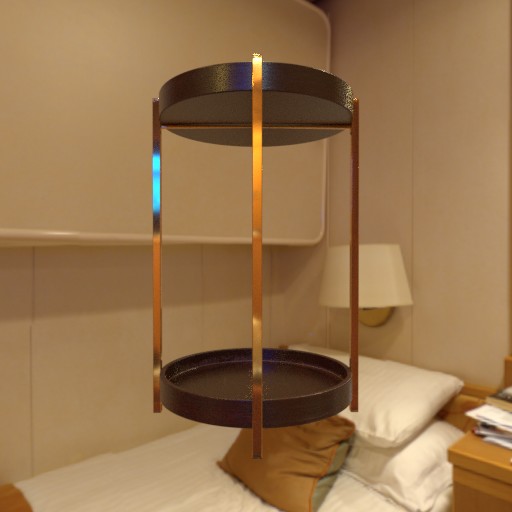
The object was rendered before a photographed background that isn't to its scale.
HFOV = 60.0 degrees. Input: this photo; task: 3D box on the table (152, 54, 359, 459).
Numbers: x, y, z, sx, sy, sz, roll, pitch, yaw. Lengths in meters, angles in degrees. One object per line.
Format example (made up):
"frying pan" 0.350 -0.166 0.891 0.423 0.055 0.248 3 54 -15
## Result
"table" 0.000 0.000 0.867 0.400 0.610 0.400 0 1 -1
